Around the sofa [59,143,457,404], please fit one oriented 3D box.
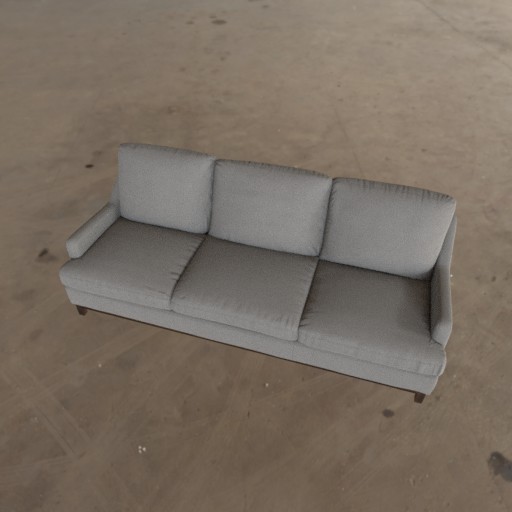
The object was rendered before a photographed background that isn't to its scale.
[{"bbox_3d":[0.000,0.000,2.825,2.344,0.926,0.987,12,43,13],"label":"sofa"}]
